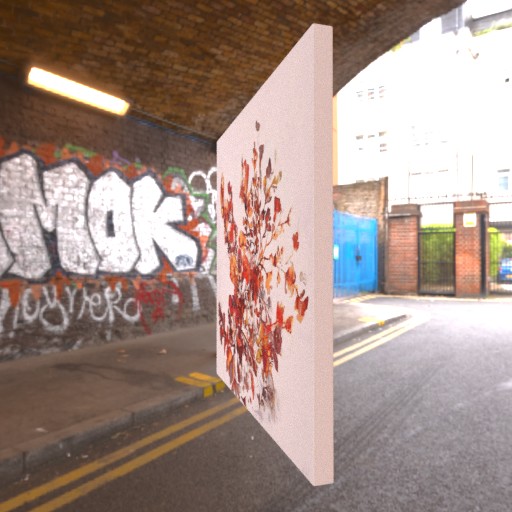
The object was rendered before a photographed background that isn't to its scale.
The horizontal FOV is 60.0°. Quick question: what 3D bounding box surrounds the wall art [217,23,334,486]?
[{"bbox_3d":[0.000,0.000,1.453,0.049,1.009,1.009,0,-1,-17],"label":"wall art"}]
